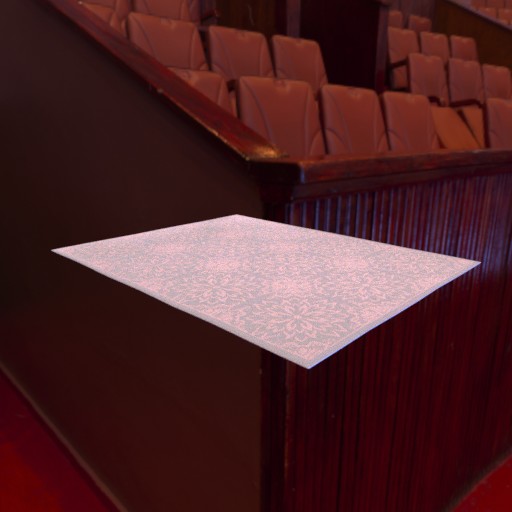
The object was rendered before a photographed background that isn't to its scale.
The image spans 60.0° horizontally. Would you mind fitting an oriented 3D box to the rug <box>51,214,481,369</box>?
[{"bbox_3d":[0.000,0.000,3.907,2.980,0.012,2.363,15,22,42],"label":"rug"}]
